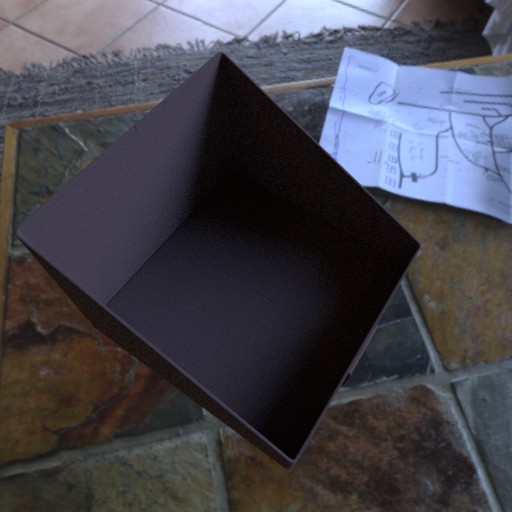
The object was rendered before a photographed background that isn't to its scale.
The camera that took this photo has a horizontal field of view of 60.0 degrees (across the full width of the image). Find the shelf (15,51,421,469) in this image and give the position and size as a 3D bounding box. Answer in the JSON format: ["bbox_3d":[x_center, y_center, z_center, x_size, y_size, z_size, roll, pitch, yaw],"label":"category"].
[{"bbox_3d":[0.000,0.000,0.476,0.292,0.210,0.292,30,64,17],"label":"shelf"}]
